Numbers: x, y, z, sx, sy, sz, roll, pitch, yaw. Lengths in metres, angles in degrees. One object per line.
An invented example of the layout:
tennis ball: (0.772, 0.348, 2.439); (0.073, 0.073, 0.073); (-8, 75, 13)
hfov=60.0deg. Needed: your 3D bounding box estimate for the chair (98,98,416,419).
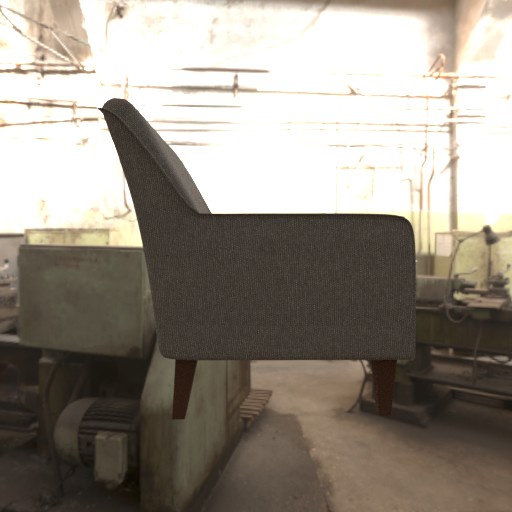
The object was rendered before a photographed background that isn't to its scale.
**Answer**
chair: (0.000, 0.000, 1.628); (0.899, 0.919, 0.780); (0, 1, -1)
